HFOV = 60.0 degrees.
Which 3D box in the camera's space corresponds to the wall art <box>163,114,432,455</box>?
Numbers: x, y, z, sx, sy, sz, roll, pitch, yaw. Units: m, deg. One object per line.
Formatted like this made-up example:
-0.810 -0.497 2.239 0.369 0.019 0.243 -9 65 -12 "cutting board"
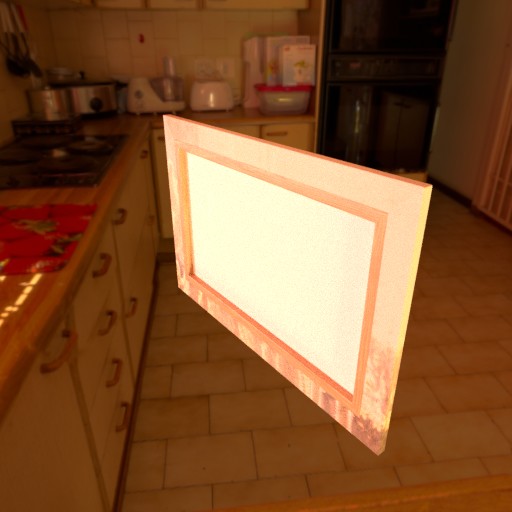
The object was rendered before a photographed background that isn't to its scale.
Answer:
0.000 0.000 1.946 0.038 1.012 1.525 -18 32 -33 "wall art"
